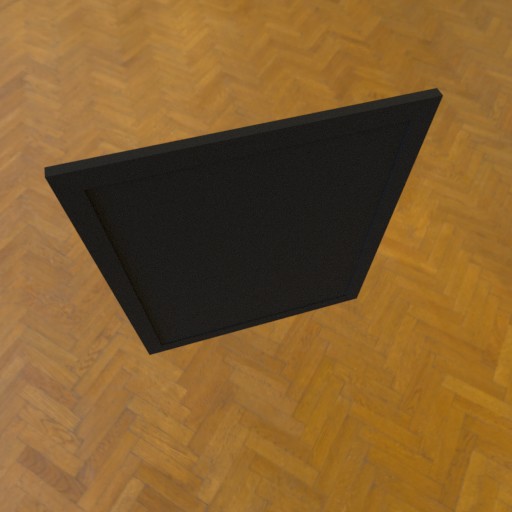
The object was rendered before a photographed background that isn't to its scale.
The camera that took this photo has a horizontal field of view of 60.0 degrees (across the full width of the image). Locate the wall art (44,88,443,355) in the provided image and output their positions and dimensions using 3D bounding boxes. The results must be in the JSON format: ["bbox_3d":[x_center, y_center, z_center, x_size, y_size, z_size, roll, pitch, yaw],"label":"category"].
[{"bbox_3d":[0.000,0.000,0.489,0.311,0.361,0.010,-14,59,-9],"label":"wall art"}]
